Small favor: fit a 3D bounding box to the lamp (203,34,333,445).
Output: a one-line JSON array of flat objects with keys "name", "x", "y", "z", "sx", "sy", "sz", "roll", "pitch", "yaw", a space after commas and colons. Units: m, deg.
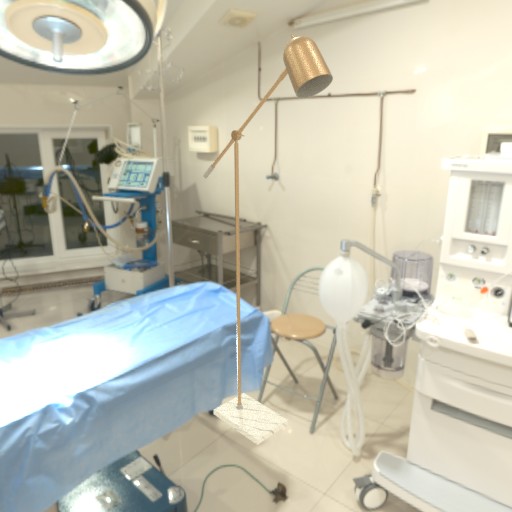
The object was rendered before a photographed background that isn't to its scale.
[{"name": "lamp", "x": 0.000, "y": 0.000, "z": 1.803, "sx": 0.194, "sy": 1.594, "sz": 0.653, "roll": -15, "pitch": 22, "yaw": -42}]
